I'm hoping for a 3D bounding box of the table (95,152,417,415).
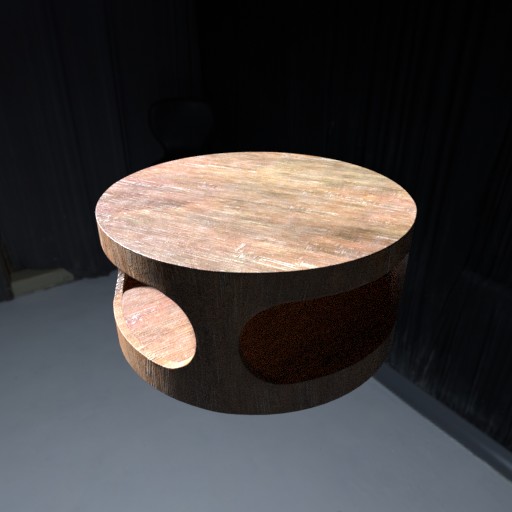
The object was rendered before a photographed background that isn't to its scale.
[{"bbox_3d":[0.000,0.000,1.519,0.974,0.450,0.974,0,29,0],"label":"table"}]
